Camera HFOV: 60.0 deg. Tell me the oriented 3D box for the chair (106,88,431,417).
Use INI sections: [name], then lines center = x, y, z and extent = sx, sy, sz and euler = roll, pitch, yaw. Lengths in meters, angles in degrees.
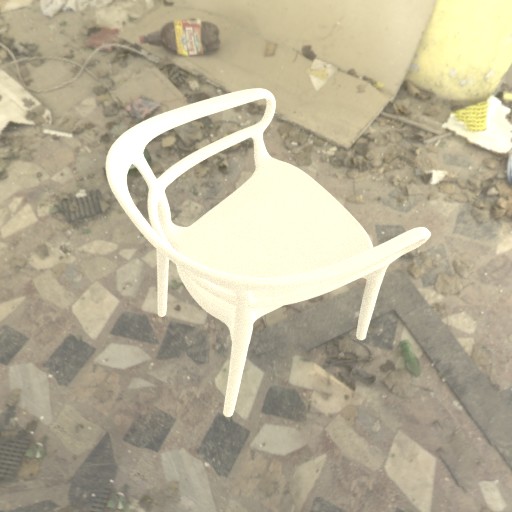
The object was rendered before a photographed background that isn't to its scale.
[chair]
center = 0.000, 0.000, 1.127
extent = 0.527, 0.761, 0.559
euler = -31, 63, -18
